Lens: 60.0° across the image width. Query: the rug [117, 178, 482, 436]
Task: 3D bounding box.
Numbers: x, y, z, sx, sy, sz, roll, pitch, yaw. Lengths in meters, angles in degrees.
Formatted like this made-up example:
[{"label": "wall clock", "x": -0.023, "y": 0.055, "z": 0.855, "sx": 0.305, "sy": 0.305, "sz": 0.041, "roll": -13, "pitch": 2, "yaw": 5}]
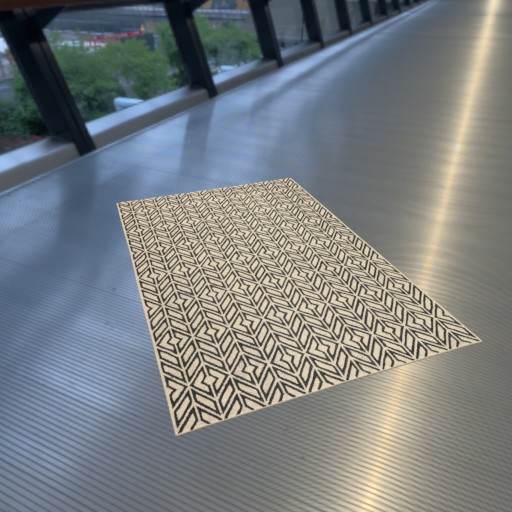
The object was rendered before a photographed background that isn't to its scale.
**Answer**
[{"label": "rug", "x": 0.000, "y": 0.000, "z": 2.291, "sx": 1.220, "sy": 0.007, "sz": 1.828, "roll": -11, "pitch": 33, "yaw": -17}]
